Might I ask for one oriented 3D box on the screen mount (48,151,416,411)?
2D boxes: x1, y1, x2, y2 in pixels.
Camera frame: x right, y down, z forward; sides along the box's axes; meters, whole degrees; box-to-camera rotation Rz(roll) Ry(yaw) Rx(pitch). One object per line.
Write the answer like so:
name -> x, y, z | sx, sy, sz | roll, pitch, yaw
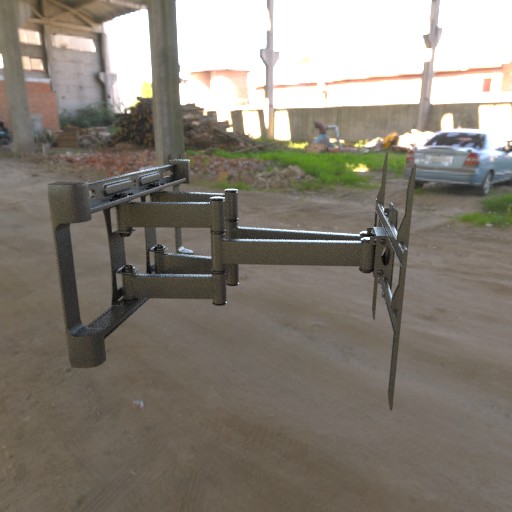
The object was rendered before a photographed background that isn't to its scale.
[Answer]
screen mount -> 0.000, 0.000, 0.946 | 0.556, 0.424, 0.571 | 3, 16, 10
